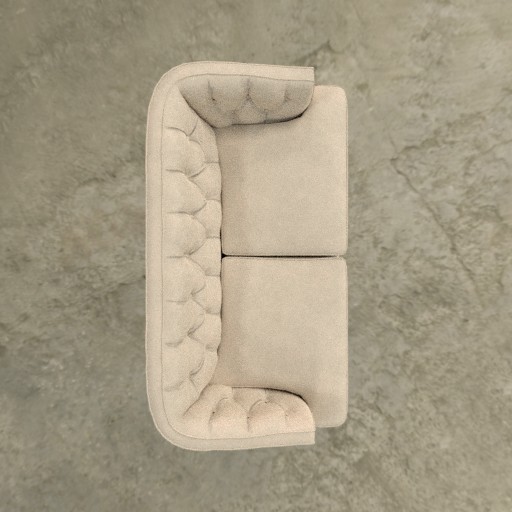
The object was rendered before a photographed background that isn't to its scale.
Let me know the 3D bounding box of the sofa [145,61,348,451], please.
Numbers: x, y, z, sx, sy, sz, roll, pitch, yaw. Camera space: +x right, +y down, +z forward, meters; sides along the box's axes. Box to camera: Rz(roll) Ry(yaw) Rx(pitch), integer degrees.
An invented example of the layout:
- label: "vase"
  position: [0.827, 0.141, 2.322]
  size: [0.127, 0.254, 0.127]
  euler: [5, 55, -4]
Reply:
- label: "sofa"
  position: [0.000, 0.000, 2.284]
  size: [0.940, 0.878, 1.731]
  euler: [0, 90, 0]
